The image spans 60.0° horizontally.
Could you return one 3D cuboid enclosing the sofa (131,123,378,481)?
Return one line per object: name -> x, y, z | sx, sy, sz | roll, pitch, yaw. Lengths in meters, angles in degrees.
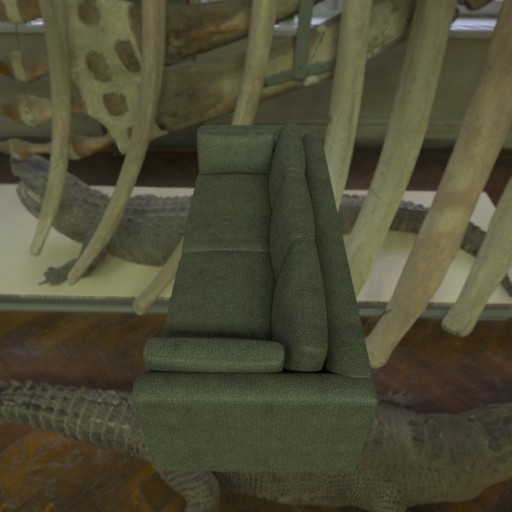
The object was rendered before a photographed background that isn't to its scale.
sofa -> 0.000, 0.000, 2.806 | 0.969, 0.867, 2.415 | 0, 41, 1
